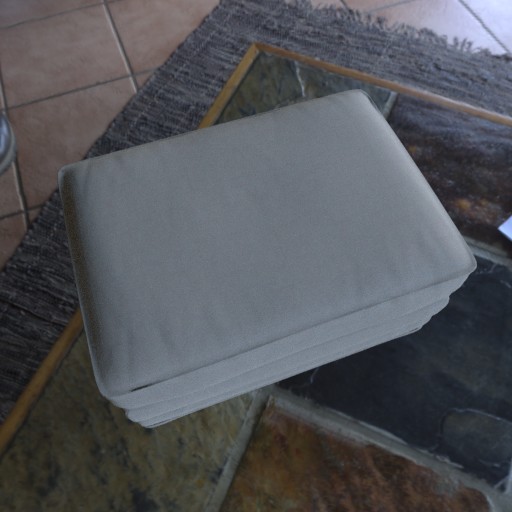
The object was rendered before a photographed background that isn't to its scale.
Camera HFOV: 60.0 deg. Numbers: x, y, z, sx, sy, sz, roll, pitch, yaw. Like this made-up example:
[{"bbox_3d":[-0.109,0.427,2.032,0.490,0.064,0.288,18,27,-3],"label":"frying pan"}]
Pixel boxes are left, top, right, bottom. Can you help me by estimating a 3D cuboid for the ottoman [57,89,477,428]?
[{"bbox_3d":[0.000,0.000,1.177,0.848,0.482,0.611,-18,64,-9],"label":"ottoman"}]
